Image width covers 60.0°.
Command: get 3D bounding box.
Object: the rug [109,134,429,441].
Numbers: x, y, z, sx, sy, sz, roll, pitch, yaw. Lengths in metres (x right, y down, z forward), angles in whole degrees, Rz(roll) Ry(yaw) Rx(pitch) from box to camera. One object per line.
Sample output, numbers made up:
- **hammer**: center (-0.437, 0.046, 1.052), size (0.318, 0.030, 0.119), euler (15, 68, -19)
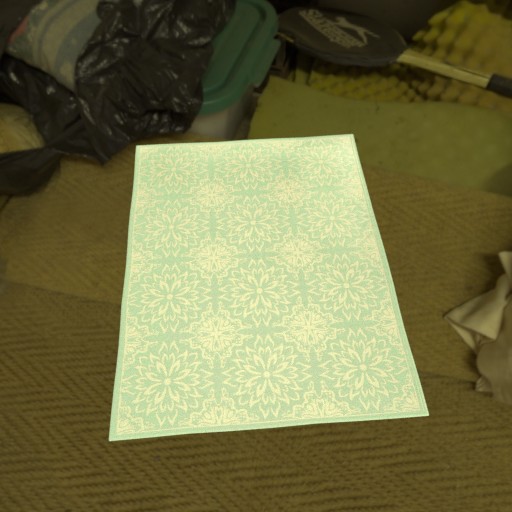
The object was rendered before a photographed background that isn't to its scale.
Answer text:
- **rug**: center (0.000, 0.000, 4.035), size (2.363, 0.012, 2.980), euler (-4, 58, -2)
